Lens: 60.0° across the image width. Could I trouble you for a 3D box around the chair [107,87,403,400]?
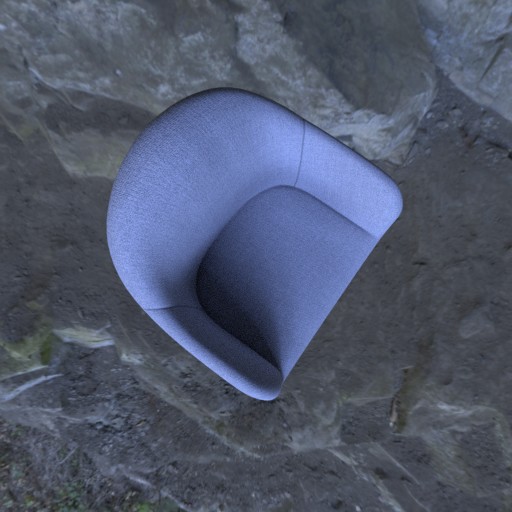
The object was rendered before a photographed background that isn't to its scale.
[{"bbox_3d":[0.000,0.000,1.197,0.550,0.795,0.590,35,78,8],"label":"chair"}]
